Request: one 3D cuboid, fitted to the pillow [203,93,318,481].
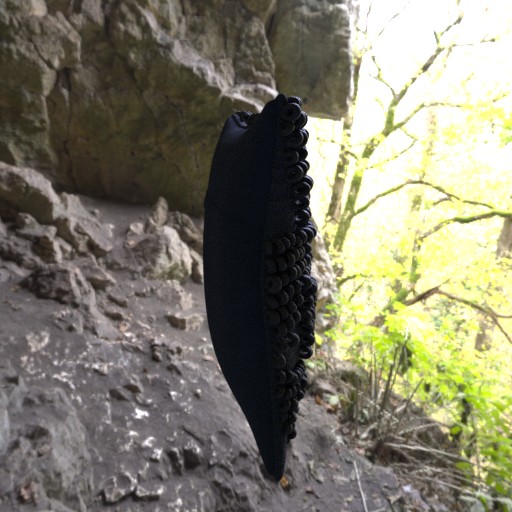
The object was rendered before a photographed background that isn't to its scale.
[{"bbox_3d":[0.000,0.000,0.721,0.172,0.466,0.469,-3,16,-9],"label":"pillow"}]
